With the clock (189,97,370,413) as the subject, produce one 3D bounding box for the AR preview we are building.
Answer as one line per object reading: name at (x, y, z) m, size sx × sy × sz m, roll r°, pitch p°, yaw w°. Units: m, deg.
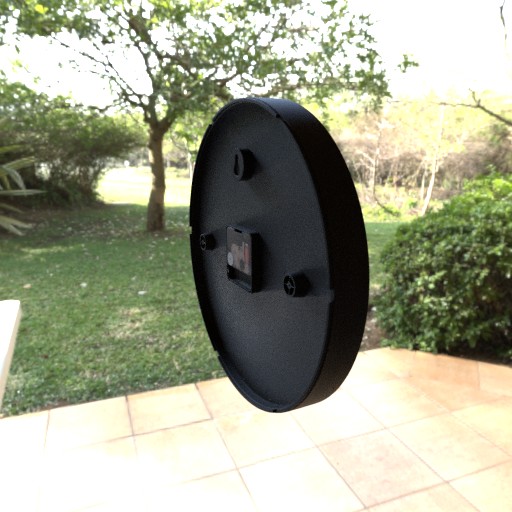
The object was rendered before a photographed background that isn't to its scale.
clock at (0.000, 0.000, 0.435) m, size 0.040 × 0.293 × 0.293 m, roll -7°, pitch 15°, yaw -26°
